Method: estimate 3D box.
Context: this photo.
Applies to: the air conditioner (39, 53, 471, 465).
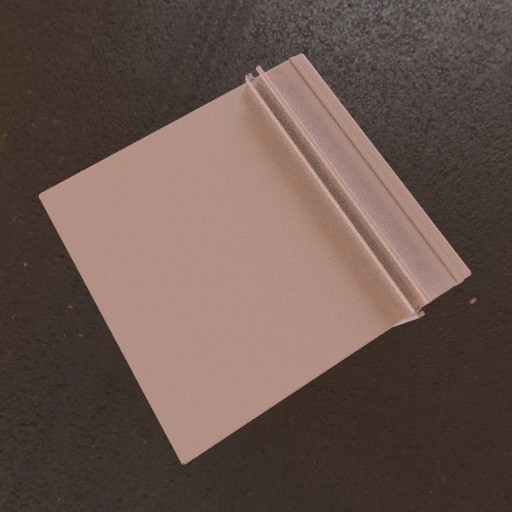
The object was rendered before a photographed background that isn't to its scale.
[{"bbox_3d":[0.000,0.000,0.869,0.546,0.388,0.503,-31,77,-8],"label":"air conditioner"}]
